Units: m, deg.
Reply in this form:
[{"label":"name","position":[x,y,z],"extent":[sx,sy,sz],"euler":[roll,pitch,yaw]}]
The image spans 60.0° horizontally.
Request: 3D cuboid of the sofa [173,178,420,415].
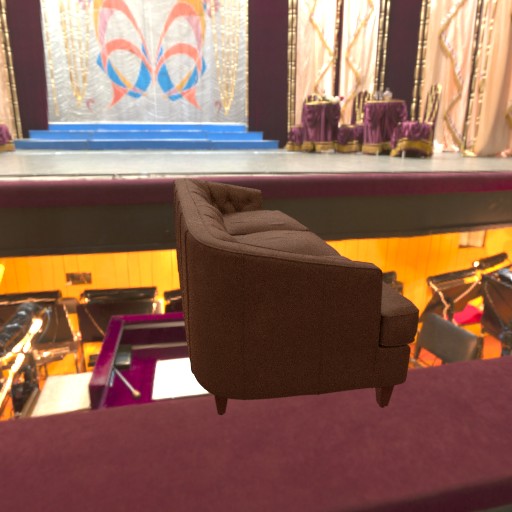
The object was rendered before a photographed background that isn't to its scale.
[{"label":"sofa","position":[0.000,0.000,2.682],"extent":[0.927,0.787,2.227],"euler":[-3,17,-11]}]
